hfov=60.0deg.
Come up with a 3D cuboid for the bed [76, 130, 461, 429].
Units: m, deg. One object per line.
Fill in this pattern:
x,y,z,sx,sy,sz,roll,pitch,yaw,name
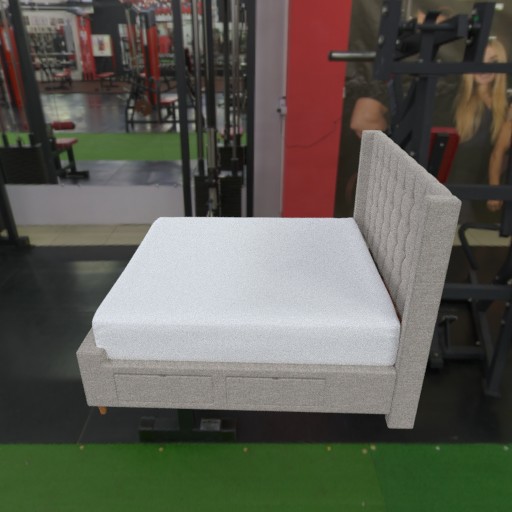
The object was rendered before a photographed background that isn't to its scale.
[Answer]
0.000,0.000,3.759,2.372,1.748,2.044,1,26,2,bed
